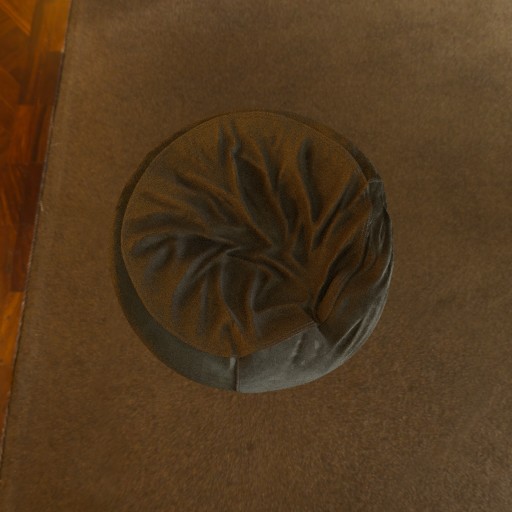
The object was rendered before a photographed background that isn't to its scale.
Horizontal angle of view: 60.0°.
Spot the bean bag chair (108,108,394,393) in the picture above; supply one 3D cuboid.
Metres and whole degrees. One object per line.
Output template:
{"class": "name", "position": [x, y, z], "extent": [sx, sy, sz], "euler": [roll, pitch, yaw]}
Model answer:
{"class": "bean bag chair", "position": [0.000, 0.000, 1.531], "extent": [0.918, 0.605, 0.918], "euler": [0, 75, 0]}
